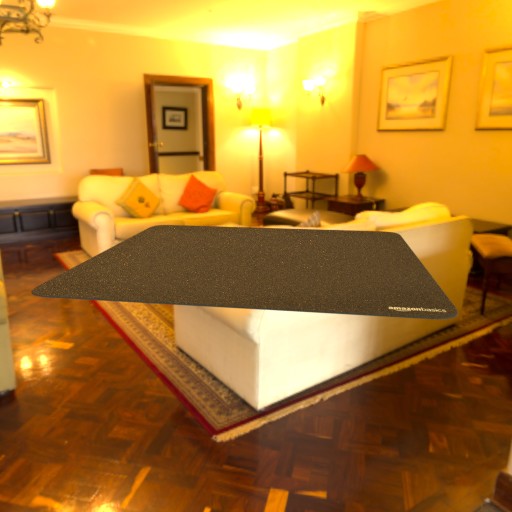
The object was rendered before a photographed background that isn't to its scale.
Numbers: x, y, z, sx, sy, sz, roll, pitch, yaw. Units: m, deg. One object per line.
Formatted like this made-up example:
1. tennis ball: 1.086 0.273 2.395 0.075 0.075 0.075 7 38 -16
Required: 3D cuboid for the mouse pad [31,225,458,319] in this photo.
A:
1. mouse pad: 0.000 0.000 0.631 0.451 0.002 0.393 2 15 8
